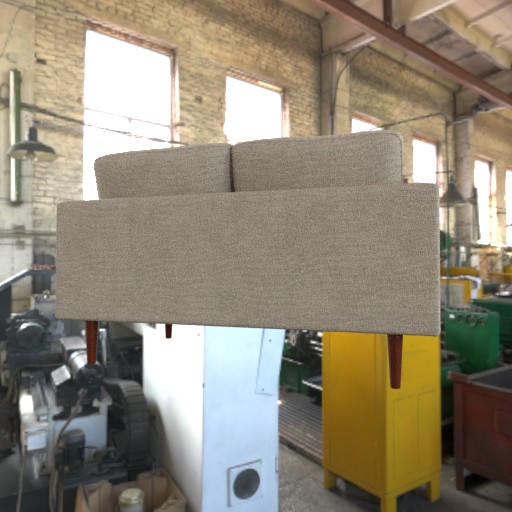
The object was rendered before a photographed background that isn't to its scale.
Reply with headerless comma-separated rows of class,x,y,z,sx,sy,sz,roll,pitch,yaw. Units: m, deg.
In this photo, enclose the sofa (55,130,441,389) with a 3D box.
sofa,0.000,0.000,2.109,1.582,0.944,0.903,0,-1,17
